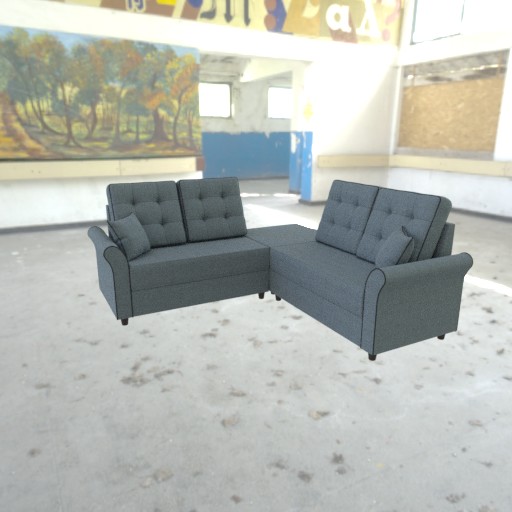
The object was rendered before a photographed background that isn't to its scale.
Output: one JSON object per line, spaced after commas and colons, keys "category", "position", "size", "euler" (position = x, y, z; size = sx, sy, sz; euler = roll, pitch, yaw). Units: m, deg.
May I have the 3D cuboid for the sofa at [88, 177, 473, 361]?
{"category": "sofa", "position": [0.000, 0.000, 3.284], "size": [2.068, 0.988, 2.070], "euler": [-8, 18, -27]}
